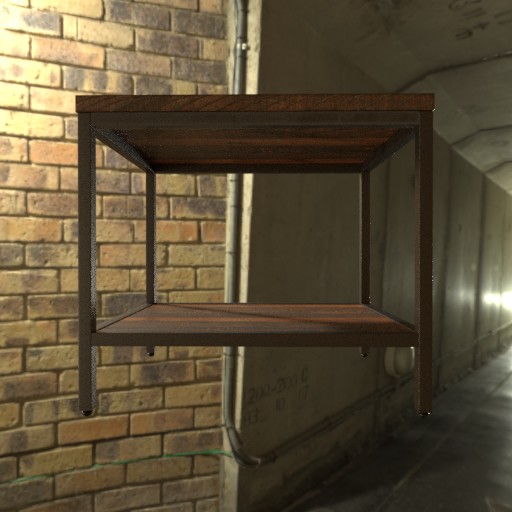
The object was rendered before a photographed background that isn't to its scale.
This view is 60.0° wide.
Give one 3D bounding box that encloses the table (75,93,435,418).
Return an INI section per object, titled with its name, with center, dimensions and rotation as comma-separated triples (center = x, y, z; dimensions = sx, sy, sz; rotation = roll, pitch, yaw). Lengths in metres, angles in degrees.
[table]
center = 0.000, 0.000, 1.097
dimensions = 0.678, 0.612, 0.524
rotation = 0, 0, 1
